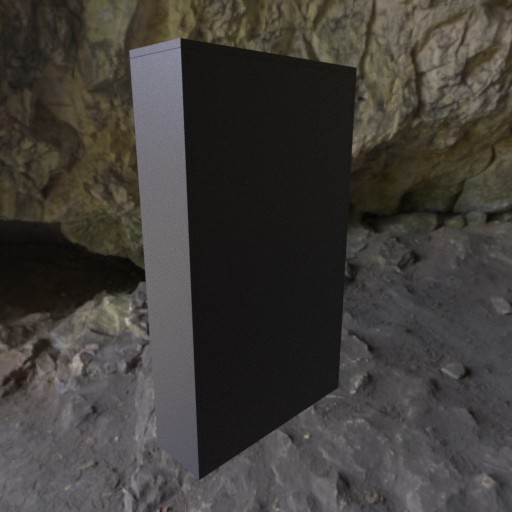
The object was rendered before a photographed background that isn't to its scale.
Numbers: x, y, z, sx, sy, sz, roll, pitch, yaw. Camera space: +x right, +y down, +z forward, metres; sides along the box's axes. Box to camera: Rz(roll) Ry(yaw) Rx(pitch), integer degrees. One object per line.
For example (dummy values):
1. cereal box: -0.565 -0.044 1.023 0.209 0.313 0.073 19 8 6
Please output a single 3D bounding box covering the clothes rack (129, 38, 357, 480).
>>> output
1. clothes rack: 0.000 0.000 1.568 0.750 1.280 0.250 -15 22 -42
